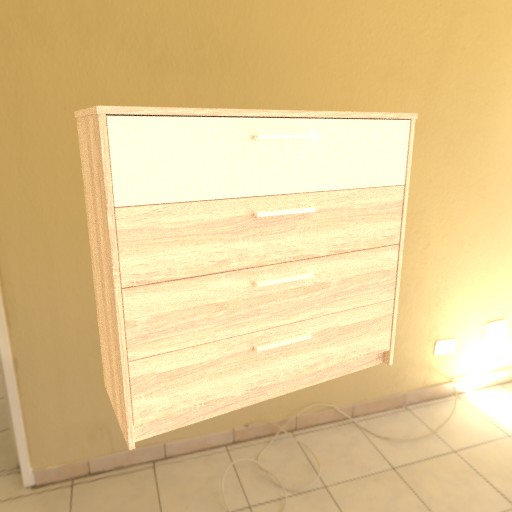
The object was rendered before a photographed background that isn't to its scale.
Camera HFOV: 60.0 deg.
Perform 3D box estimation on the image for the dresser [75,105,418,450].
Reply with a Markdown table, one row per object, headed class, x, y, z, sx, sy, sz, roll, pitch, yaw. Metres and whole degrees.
| class | x | y | z | sx | sy | sz | roll | pitch | yaw |
| --- | --- | --- | --- | --- | --- | --- | --- | --- | --- |
| dresser | 0.000 | 0.000 | 1.460 | 0.980 | 0.900 | 0.380 | -8 | 18 | -27 |
